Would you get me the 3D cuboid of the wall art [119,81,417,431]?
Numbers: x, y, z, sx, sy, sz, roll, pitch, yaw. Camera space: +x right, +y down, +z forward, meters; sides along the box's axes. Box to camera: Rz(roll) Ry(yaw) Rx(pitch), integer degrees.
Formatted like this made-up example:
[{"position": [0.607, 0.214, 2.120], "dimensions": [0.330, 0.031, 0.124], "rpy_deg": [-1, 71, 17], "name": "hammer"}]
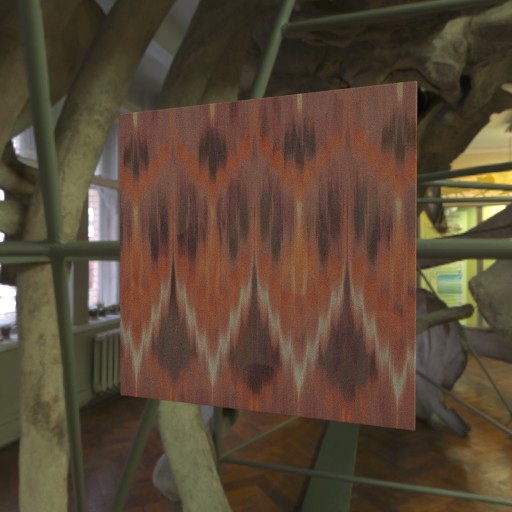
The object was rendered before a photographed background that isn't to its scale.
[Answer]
[{"position": [0.000, 0.000, 0.594], "dimensions": [0.403, 0.406, 0.038], "rpy_deg": [0, 1, 18], "name": "wall art"}]
